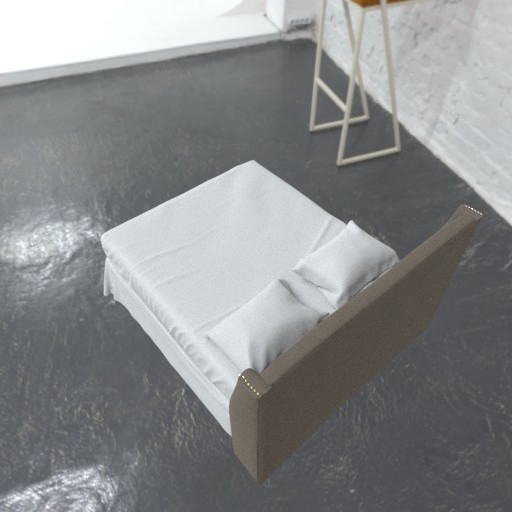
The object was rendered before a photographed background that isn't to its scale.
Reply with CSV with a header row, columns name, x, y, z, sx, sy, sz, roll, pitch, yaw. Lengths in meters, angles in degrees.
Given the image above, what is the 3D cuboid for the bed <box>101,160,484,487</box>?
name,x,y,z,sx,sy,sz,roll,pitch,yaw
bed,0.000,0.000,3.439,1.925,1.332,2.276,-32,55,-26
